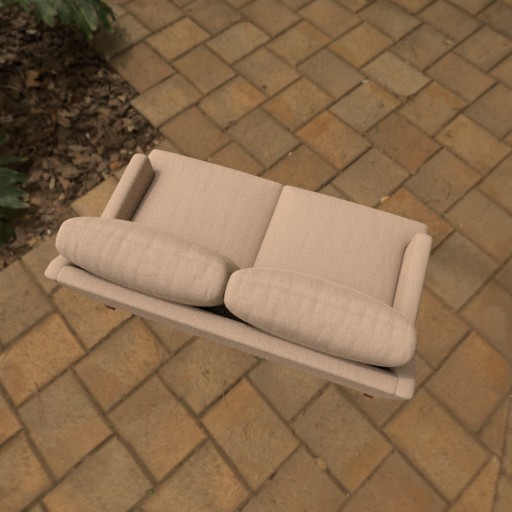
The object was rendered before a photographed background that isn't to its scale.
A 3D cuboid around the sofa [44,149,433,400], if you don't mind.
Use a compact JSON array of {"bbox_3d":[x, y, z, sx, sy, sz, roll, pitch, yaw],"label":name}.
[{"bbox_3d":[0.000,0.000,2.206,1.619,0.910,1.004,17,65,8],"label":"sofa"}]
